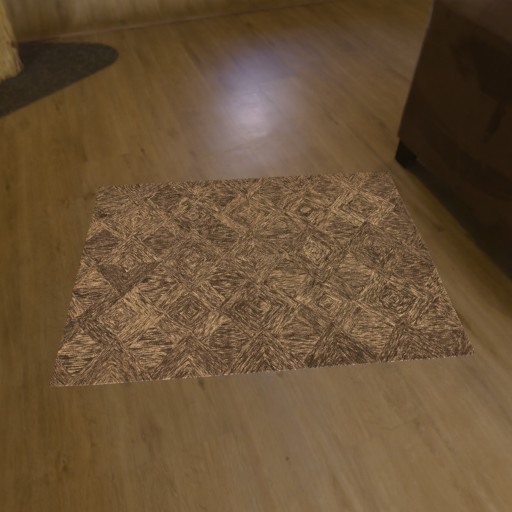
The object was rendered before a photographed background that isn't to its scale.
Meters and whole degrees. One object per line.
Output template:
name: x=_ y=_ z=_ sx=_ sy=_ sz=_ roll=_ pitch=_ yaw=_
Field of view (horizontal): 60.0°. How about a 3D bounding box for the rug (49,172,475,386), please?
rug: x=0.000 y=0.000 z=5.216 sx=4.093 sy=0.020 sz=2.997 roll=-4 pitch=47 yaw=-3
